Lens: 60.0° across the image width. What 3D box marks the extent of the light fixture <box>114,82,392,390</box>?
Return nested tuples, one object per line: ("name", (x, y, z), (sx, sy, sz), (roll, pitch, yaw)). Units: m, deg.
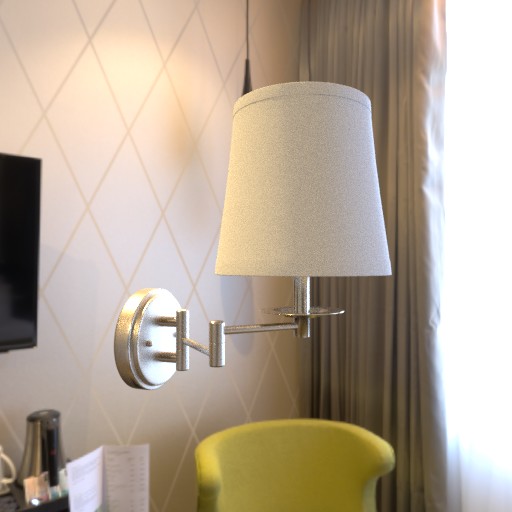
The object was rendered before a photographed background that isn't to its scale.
("light fixture", (0.000, 0.000, 0.594), (0.348, 0.381, 0.223), (0, -1, 19))
